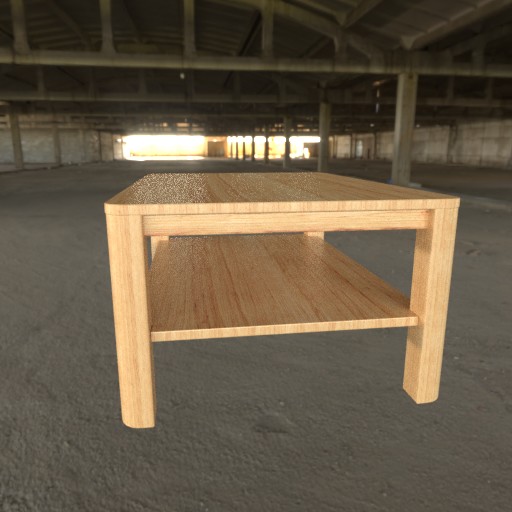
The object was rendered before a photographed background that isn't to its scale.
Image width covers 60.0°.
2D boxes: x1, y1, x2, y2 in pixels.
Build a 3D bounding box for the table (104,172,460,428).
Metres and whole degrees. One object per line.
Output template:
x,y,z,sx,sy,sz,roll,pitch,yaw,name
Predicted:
0.000,0.000,1.349,0.696,0.445,0.997,-2,14,-8,table
